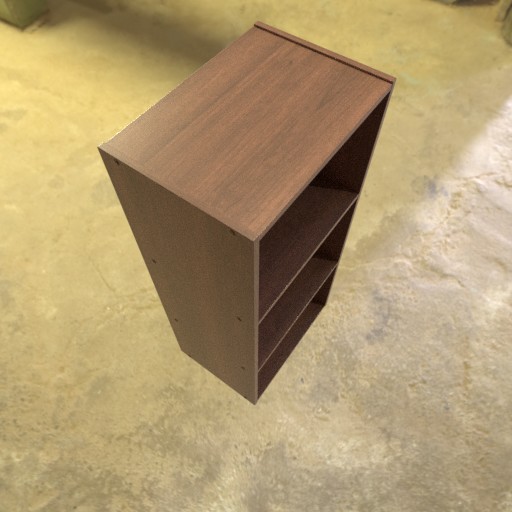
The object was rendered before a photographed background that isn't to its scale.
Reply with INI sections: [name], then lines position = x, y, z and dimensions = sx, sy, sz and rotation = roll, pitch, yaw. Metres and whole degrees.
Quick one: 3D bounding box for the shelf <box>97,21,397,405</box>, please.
[shelf]
position = 0.000, 0.000, 1.079
dimensions = 0.290, 0.879, 0.414
rotation = 32, 63, 18
